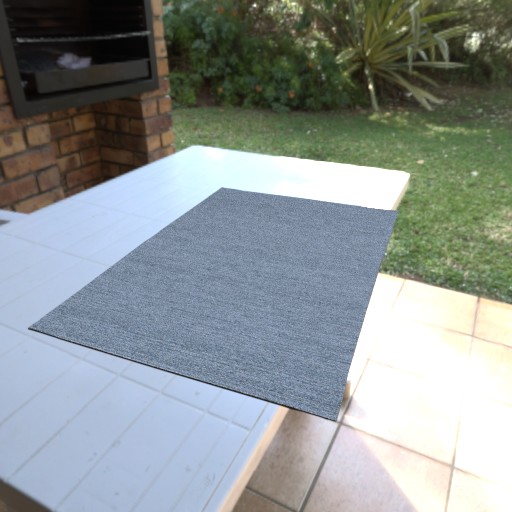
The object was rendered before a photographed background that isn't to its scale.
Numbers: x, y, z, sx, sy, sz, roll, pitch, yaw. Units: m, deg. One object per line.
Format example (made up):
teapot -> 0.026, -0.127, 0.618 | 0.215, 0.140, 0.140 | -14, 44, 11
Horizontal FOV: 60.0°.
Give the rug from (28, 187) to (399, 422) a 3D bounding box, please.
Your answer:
rug -> 0.000, 0.000, 2.970 | 1.616, 0.030, 2.338 | 11, 30, 19
